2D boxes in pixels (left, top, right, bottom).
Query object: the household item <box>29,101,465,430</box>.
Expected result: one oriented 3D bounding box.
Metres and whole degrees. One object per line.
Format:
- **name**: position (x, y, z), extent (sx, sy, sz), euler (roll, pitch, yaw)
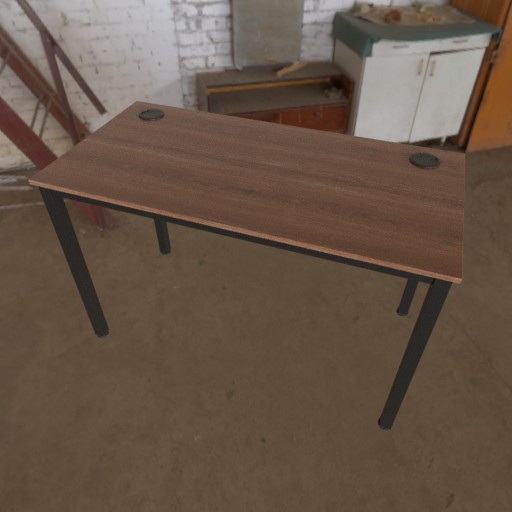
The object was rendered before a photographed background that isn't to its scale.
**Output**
- **household item**: position (0.000, 0.000, 1.601), extent (1.200, 0.750, 0.600), euler (14, 44, 15)
